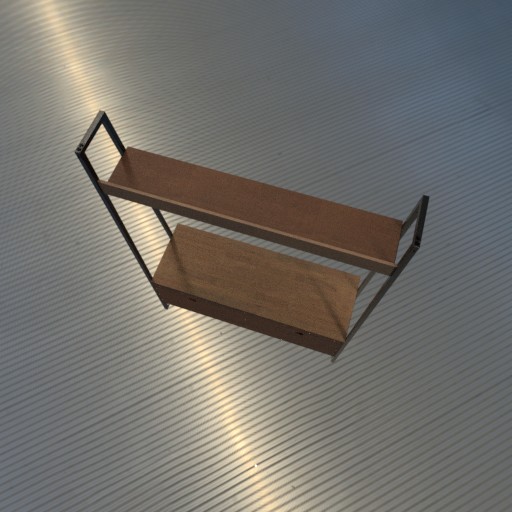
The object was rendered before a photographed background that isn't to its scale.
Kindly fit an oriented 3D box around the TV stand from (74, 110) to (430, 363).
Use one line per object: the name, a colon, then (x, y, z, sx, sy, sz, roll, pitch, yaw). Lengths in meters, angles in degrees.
TV stand: (0.000, 0.000, 2.398, 1.250, 1.772, 0.432, 16, 66, 8)
